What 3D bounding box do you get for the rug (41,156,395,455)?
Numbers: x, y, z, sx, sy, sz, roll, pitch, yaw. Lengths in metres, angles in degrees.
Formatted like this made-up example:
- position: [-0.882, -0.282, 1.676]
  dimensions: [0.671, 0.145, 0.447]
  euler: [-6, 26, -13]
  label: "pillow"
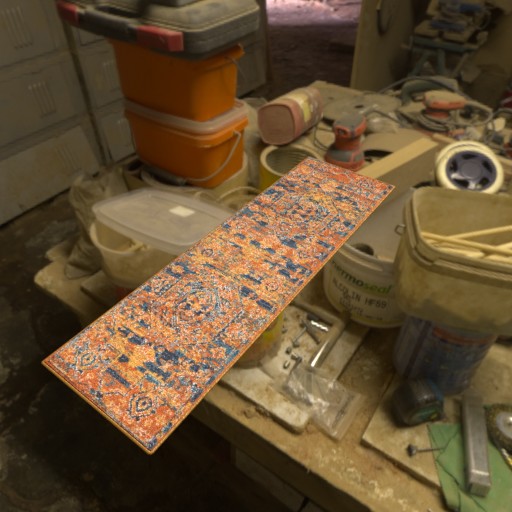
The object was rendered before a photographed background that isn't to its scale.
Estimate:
- position: [0.000, 0.000, 1.993]
  dimensions: [0.556, 0.013, 1.820]
  euler: [26, 48, 26]
  label: "rug"
